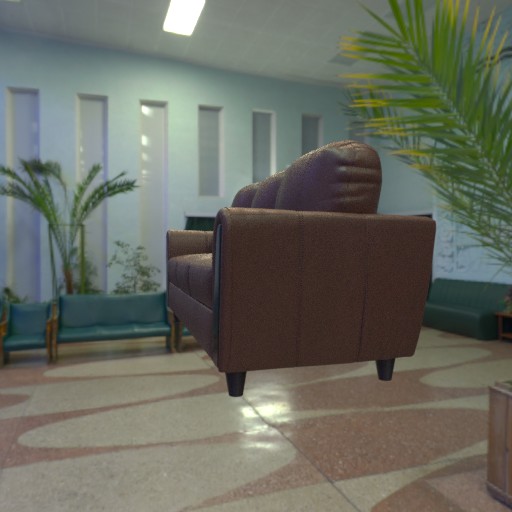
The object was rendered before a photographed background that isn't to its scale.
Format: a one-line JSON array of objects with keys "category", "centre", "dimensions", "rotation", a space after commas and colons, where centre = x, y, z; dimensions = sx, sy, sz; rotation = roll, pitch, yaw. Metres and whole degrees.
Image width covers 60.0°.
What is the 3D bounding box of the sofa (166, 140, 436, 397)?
[{"category": "sofa", "centre": [0.000, 0.000, 2.349], "dimensions": [0.802, 0.915, 1.862], "rotation": [0, 1, -17]}]
